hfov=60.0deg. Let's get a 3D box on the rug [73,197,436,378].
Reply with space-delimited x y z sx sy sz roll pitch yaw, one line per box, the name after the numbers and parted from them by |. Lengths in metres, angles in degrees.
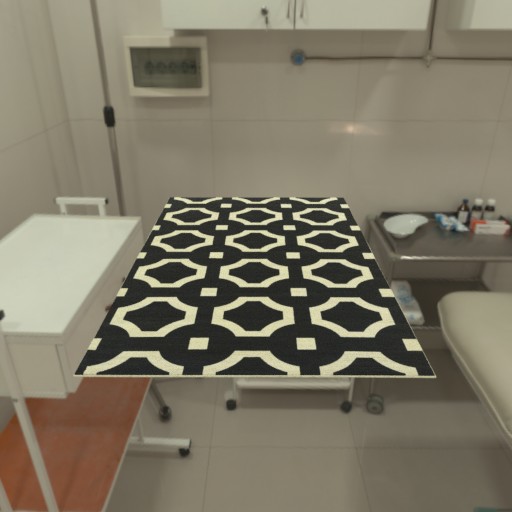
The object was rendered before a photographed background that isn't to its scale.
0.000 0.000 2.913 1.555 0.016 2.286 0 27 0 | rug
